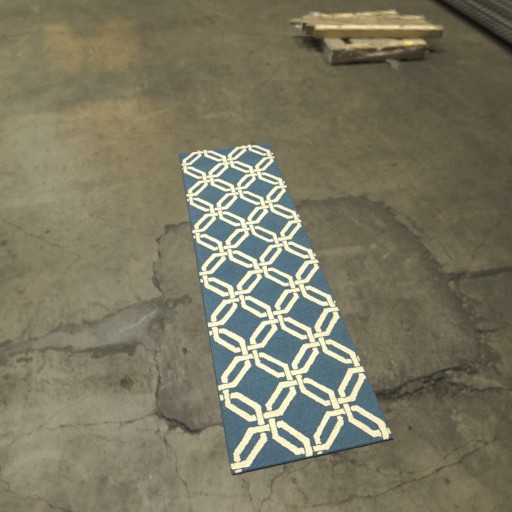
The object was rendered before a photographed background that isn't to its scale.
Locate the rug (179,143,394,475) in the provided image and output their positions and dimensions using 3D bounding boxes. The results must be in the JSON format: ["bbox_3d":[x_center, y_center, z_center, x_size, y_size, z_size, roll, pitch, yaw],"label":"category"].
[{"bbox_3d":[0.000,0.000,2.543,0.678,0.014,2.276,-9,47,-8],"label":"rug"}]
